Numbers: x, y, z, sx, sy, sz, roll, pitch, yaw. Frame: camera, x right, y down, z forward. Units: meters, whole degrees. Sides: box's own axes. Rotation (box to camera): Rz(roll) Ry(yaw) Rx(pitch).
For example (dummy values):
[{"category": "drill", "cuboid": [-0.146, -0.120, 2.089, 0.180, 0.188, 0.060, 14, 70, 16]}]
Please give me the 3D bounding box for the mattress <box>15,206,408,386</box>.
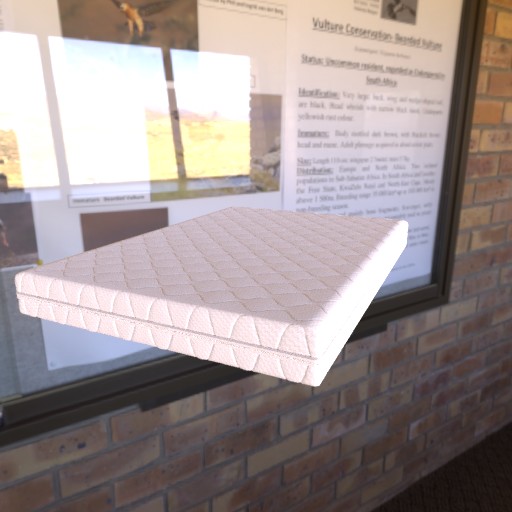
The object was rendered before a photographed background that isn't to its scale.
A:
[{"category": "mattress", "cuboid": [0.000, 0.000, 2.524, 1.400, 0.200, 2.000, 7, 17, 25]}]
